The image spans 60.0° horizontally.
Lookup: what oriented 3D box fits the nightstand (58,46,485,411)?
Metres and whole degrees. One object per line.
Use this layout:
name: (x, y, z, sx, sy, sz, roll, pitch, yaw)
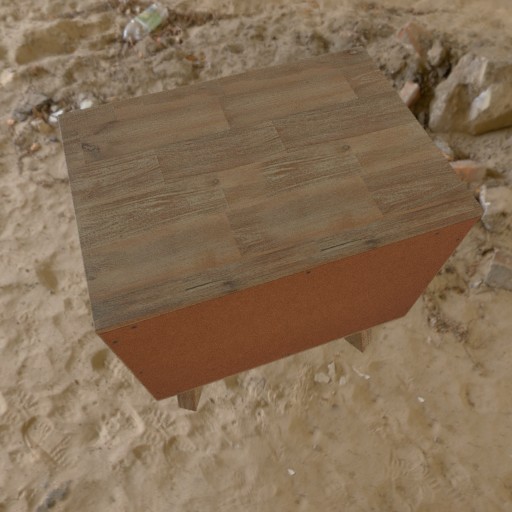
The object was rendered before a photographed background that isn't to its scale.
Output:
nightstand: (0.000, 0.000, 0.932, 0.552, 0.589, 0.396, -17, 61, -9)
